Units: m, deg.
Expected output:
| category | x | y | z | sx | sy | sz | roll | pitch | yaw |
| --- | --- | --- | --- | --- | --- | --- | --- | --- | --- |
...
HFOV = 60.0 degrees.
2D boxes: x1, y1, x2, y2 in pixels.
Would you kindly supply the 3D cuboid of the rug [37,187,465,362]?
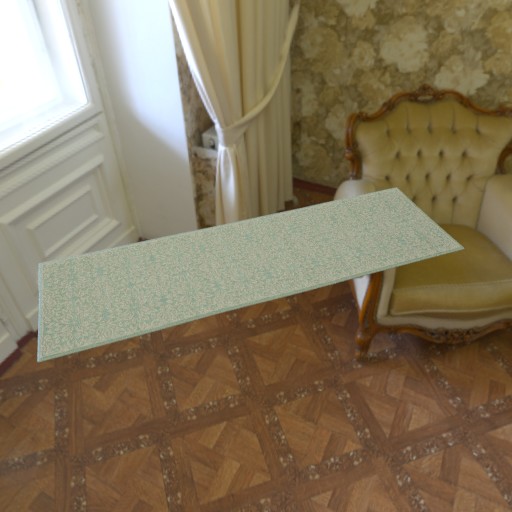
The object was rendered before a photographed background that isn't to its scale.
| category | x | y | z | sx | sy | sz | roll | pitch | yaw |
| --- | --- | --- | --- | --- | --- | --- | --- | --- | --- |
| rug | 0.000 | 0.000 | 2.383 | 2.196 | 0.011 | 0.662 | -13 | 43 | -15 |
